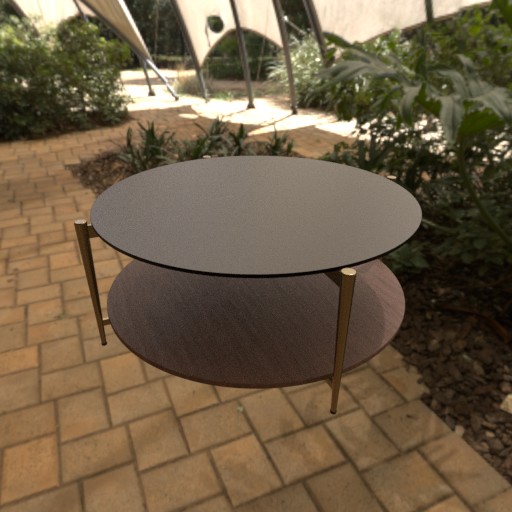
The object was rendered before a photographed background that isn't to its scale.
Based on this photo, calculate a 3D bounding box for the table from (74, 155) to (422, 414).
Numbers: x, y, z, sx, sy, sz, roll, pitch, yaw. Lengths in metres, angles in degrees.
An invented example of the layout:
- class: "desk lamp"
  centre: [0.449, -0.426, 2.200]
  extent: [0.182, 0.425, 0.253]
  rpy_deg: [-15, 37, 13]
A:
- class: "table"
  centre: [0.000, 0.000, 1.411]
  extent: [0.938, 0.400, 0.938]
  rpy_deg: [19, 33, 33]
